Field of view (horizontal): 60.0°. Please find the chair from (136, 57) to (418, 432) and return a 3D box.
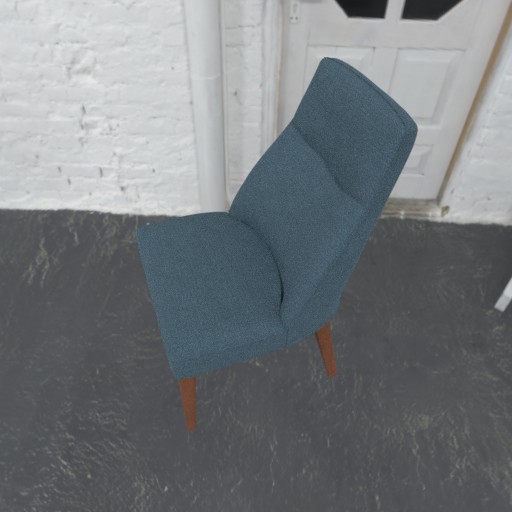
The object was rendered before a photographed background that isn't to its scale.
[{"bbox_3d":[0.000,0.000,1.266,0.620,0.930,0.500,-15,48,-14],"label":"chair"}]
